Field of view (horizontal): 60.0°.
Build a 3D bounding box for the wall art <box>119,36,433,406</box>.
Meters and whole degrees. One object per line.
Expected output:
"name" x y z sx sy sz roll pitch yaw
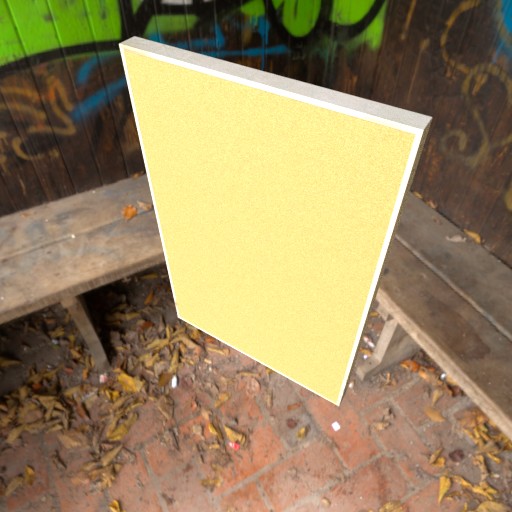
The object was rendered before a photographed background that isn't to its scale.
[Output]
"wall art" 0.000 0.000 0.924 0.508 0.764 0.038 24 51 21
